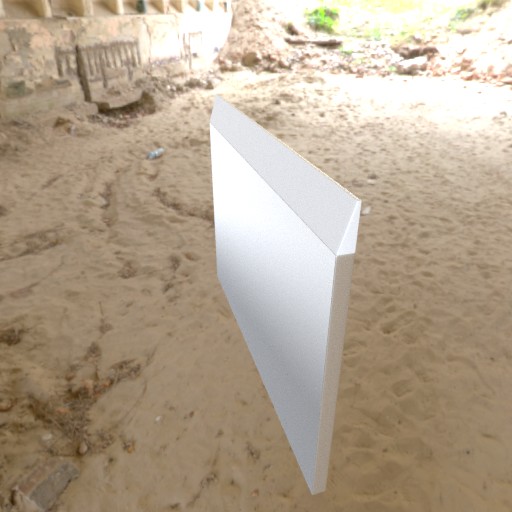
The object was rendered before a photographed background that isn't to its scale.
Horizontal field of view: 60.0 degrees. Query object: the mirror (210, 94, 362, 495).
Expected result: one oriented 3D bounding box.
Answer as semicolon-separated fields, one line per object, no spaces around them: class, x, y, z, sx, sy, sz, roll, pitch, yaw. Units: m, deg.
mirror;0.000;0.000;1.102;0.030;0.630;0.870;-8;30;-15
